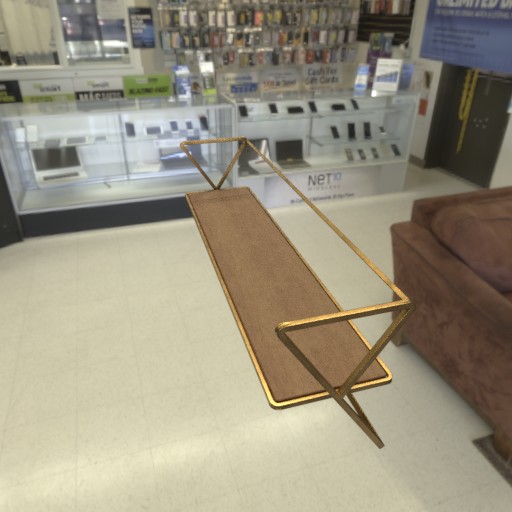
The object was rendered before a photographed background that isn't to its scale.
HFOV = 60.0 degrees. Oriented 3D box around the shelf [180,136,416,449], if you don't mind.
[{"bbox_3d":[0.000,0.000,0.752,0.150,0.229,0.645,-8,31,-14],"label":"shelf"}]
